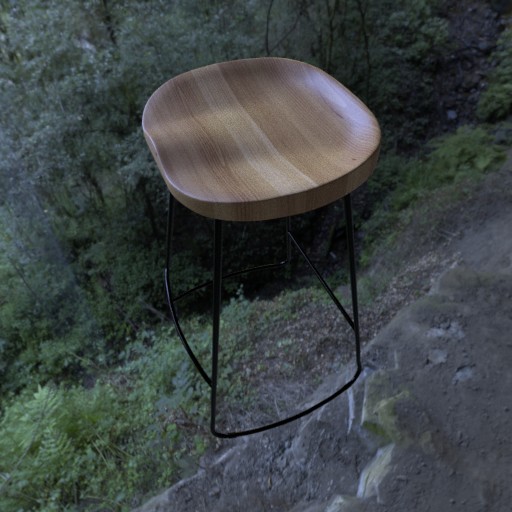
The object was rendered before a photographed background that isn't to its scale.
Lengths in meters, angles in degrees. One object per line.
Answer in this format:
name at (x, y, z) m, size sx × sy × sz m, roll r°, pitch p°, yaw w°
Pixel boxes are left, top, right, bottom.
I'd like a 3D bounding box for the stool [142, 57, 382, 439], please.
stool at (0.000, 0.000, 0.949) m, size 0.401 × 0.679 × 0.480 m, roll -18°, pitch 50°, yaw -15°
